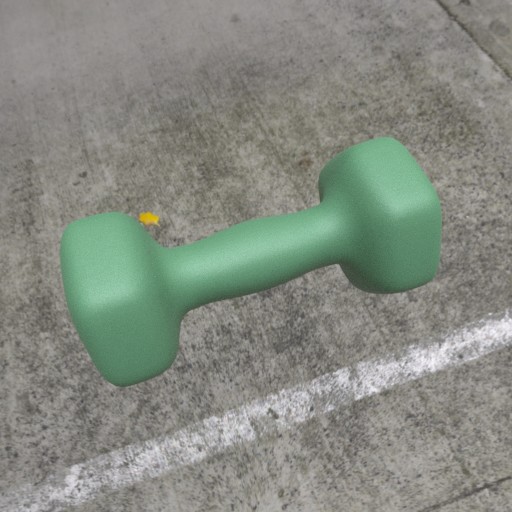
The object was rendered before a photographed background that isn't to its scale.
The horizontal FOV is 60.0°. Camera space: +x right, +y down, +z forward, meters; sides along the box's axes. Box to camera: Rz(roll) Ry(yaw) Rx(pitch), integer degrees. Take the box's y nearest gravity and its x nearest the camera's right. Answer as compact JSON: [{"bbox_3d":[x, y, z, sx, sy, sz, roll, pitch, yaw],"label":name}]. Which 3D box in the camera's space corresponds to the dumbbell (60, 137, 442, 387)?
[{"bbox_3d":[0.000,0.000,0.325,0.257,0.114,0.126,-16,61,-10],"label":"dumbbell"}]
